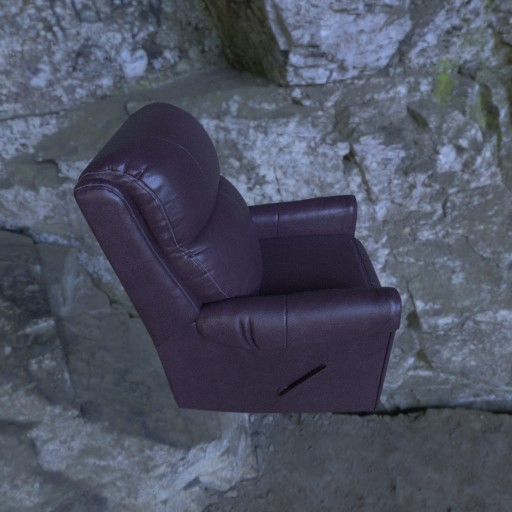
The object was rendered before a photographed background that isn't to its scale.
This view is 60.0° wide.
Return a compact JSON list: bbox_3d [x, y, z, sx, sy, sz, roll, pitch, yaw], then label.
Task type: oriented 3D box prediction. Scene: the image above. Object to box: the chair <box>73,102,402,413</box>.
[{"bbox_3d":[0.000,0.000,1.746,1.014,1.054,0.838,0,33,0],"label":"chair"}]
